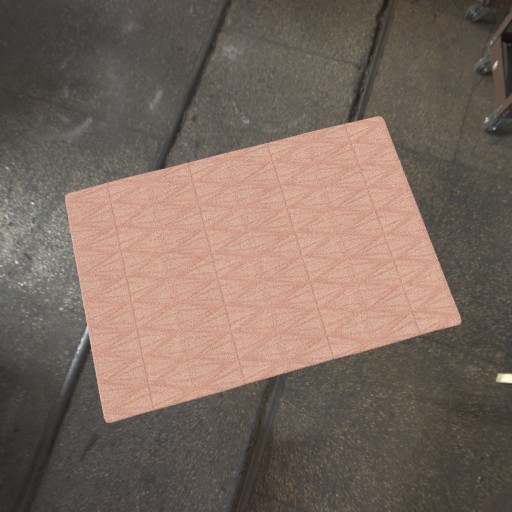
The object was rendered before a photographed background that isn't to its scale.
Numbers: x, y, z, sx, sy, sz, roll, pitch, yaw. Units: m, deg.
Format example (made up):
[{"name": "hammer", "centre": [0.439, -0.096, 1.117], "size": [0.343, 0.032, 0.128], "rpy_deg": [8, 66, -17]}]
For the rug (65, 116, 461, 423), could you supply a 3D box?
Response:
[{"name": "rug", "centre": [0.000, 0.000, 3.035], "size": [2.390, 0.015, 1.609], "rpy_deg": [-15, 76, -4]}]
